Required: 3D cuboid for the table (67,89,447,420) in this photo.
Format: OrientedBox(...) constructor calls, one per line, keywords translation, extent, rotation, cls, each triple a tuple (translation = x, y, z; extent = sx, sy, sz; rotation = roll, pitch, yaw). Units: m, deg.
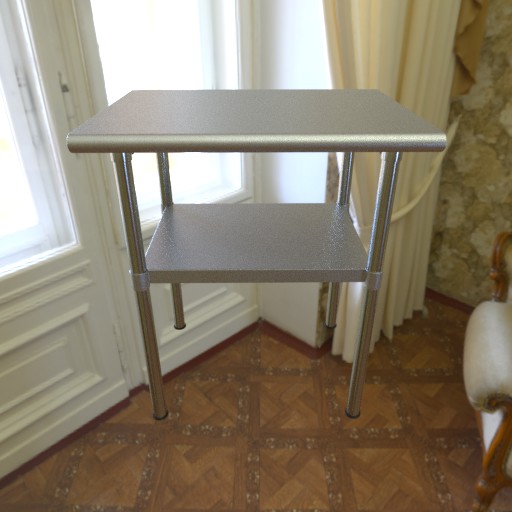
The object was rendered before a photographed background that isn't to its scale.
OrientedBox(translation=(0.000, 0.000, 1.349), extent=(0.762, 0.876, 0.584), rotation=(0, 29, -1), cls="table")
